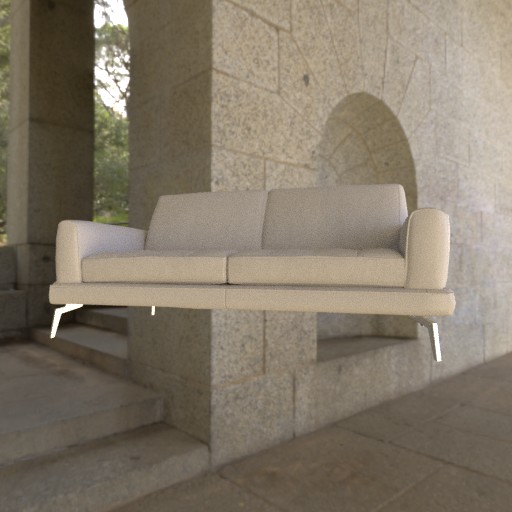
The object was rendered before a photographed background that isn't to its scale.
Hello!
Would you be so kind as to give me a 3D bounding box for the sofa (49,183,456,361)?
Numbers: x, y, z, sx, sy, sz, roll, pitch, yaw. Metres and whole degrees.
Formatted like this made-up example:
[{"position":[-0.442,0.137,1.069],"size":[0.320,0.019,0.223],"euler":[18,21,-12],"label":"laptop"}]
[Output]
[{"position":[0.000,0.000,2.722],"size":[2.177,0.930,1.121],"euler":[0,-1,17],"label":"sofa"}]
